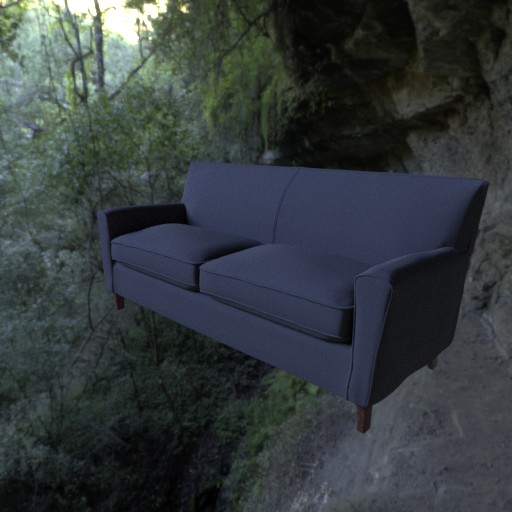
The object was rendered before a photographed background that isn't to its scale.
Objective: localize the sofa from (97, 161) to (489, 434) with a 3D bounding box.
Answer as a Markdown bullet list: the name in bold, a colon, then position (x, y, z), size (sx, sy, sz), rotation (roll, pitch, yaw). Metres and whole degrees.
- **sofa**: position (0.000, 0.000, 2.397), size (2.002, 0.907, 0.843), rotation (14, 21, 41)
